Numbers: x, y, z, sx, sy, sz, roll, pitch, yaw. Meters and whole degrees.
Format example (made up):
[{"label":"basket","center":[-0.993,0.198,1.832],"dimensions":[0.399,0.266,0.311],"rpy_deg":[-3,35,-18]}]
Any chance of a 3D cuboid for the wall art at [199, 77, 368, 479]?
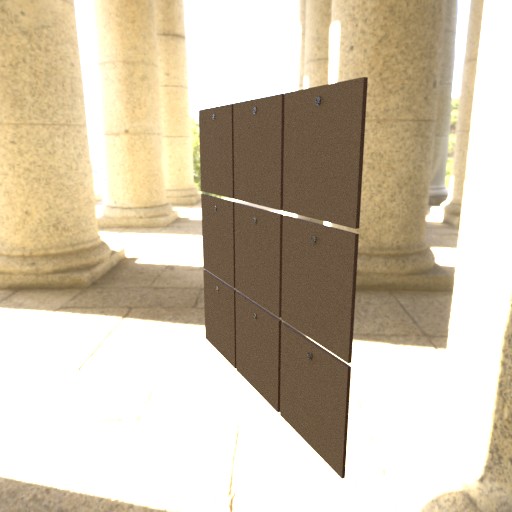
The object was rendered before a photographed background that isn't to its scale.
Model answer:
[{"label":"wall art","center":[0.000,0.000,1.814],"dimensions":[0.019,1.218,1.221],"rpy_deg":[-7,16,-27]}]
